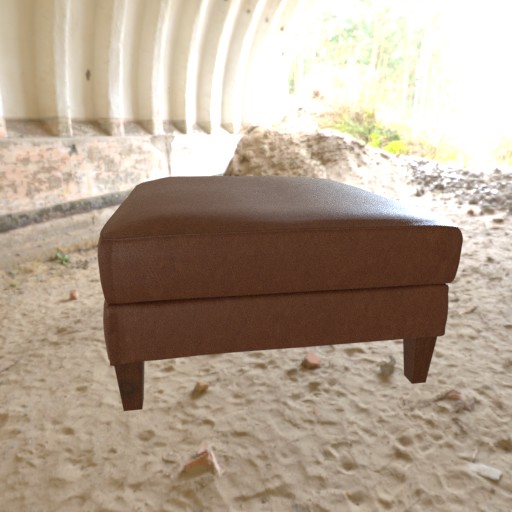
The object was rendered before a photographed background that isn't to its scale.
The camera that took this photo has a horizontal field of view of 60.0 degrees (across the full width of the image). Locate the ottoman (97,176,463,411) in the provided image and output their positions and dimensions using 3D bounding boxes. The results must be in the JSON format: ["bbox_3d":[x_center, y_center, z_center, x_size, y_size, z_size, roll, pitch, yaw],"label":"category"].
[{"bbox_3d":[0.000,0.000,1.457,0.836,0.472,0.987,-3,16,-9],"label":"ottoman"}]
